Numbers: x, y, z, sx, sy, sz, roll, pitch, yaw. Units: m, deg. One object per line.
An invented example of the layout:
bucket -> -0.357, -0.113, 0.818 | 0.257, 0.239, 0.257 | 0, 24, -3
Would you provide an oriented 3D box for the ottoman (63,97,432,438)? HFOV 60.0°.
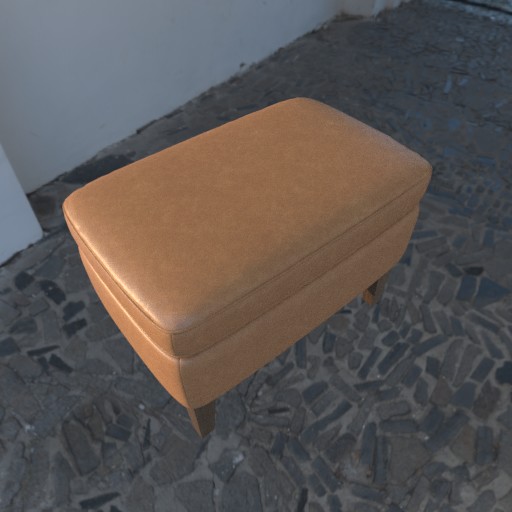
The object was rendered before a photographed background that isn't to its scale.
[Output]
ottoman -> 0.000, 0.000, 1.018 | 0.670, 0.480, 0.420 | -31, 54, -26
